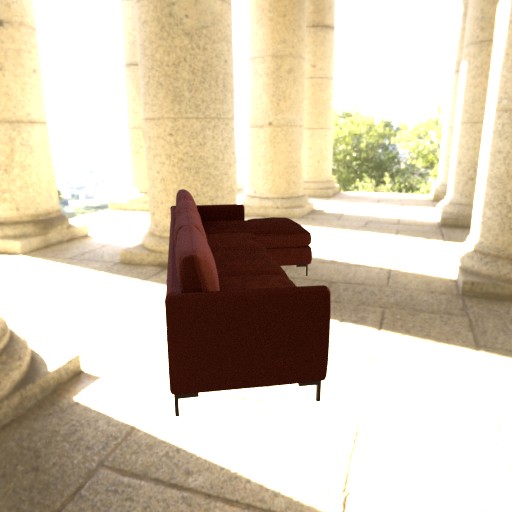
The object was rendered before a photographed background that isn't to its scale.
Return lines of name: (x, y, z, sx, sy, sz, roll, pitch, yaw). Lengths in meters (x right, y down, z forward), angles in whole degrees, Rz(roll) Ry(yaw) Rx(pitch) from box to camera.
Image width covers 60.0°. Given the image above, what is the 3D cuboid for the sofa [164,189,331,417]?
sofa: (0.000, 0.000, 3.520, 1.350, 0.810, 2.932, -3, 15, -10)
